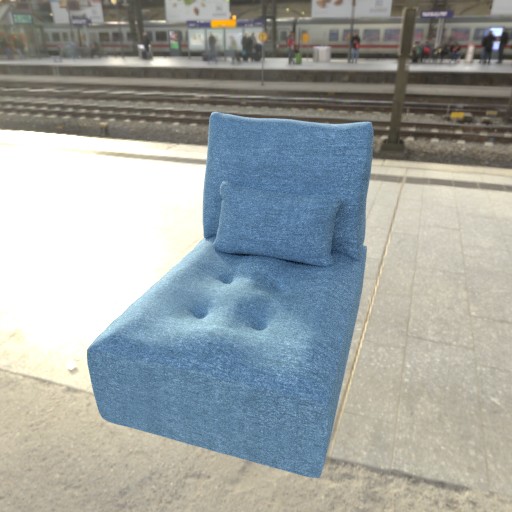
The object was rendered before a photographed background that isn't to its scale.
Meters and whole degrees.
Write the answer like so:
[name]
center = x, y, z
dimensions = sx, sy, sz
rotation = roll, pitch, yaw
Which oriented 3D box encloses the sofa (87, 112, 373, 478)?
[sofa]
center = 0.000, 0.000, 1.539
dimensions = 0.700, 0.820, 1.000
rotation = 8, 27, 16
